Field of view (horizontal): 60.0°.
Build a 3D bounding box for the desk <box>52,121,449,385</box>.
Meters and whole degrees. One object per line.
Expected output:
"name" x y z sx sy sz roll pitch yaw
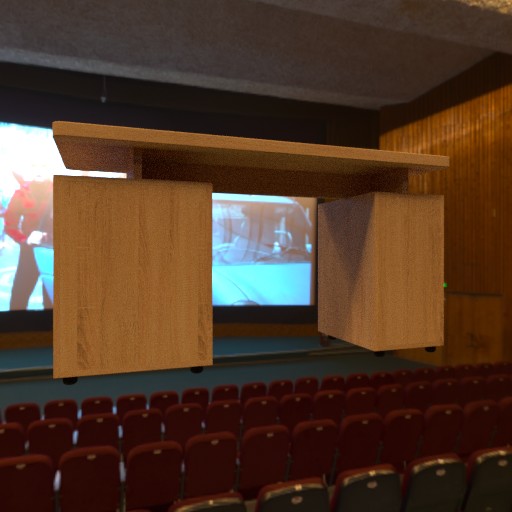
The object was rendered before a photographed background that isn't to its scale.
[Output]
"desk" 0.000 0.000 1.726 1.400 0.760 0.550 0 0 -19
